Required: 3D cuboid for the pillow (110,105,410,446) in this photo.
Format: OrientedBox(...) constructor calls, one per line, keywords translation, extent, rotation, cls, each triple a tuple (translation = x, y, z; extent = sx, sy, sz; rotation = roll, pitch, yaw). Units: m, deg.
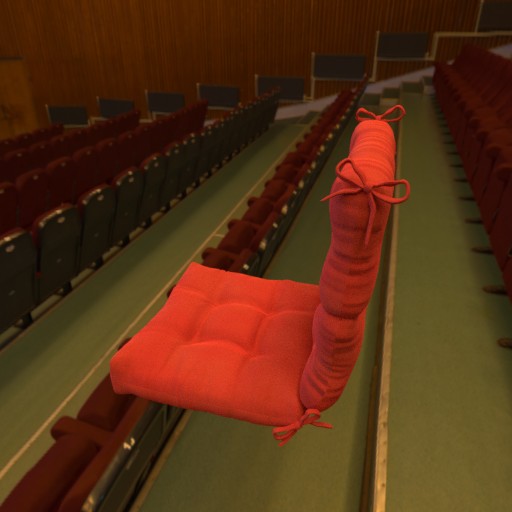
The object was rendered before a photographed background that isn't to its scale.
OrientedBox(translation=(0.000, 0.000, 1.001), extent=(0.571, 0.605, 0.519), rotation=(8, 30, 14), cls="pillow")
